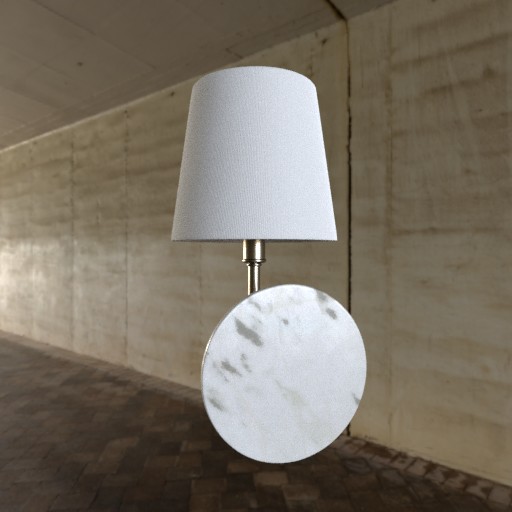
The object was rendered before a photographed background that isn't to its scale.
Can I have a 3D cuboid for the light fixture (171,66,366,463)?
[{"bbox_3d":[0.000,0.000,0.451,0.168,0.337,0.188,0,1,-17],"label":"light fixture"}]
